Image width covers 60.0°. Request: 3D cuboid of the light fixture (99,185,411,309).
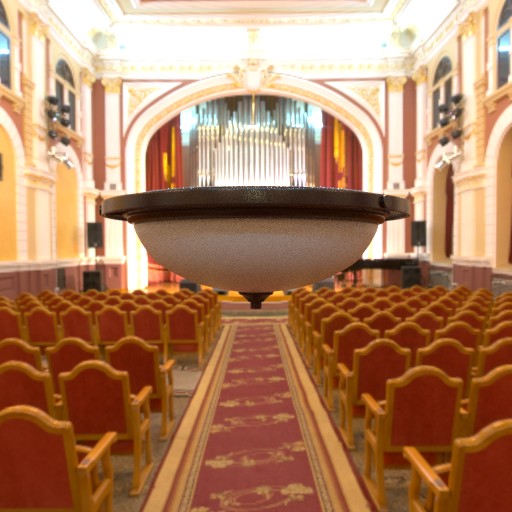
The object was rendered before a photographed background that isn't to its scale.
[{"bbox_3d":[0.000,0.000,0.549,0.361,0.130,0.361,0,1,0],"label":"light fixture"}]
